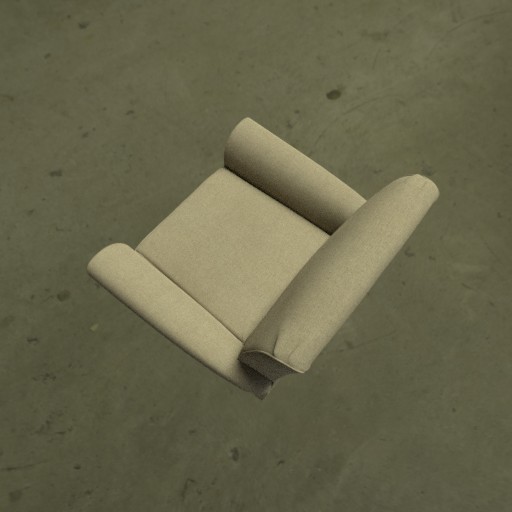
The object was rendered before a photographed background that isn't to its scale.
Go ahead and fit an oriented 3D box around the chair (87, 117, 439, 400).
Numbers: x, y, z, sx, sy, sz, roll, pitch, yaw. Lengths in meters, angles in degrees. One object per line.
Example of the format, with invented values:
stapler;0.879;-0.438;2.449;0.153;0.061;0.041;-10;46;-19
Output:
chair;0.000;0.000;1.789;0.905;1.061;0.978;36;69;16
